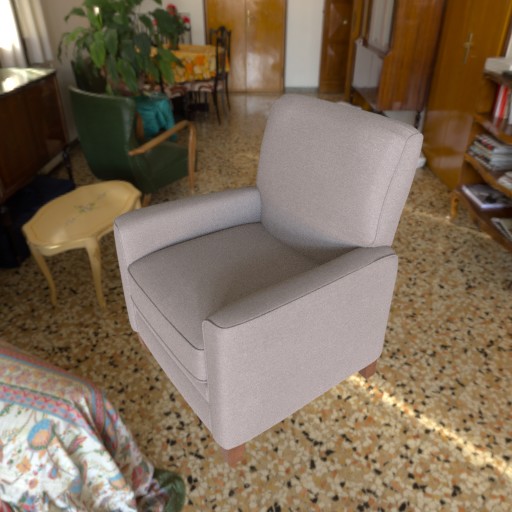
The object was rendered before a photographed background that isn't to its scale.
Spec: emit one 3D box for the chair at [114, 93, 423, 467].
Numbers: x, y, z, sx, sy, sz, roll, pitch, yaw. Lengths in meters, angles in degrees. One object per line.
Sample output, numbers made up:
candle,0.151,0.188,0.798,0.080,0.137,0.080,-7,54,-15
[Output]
chair,0.000,0.000,1.674,0.859,1.023,0.845,-21,37,-30
